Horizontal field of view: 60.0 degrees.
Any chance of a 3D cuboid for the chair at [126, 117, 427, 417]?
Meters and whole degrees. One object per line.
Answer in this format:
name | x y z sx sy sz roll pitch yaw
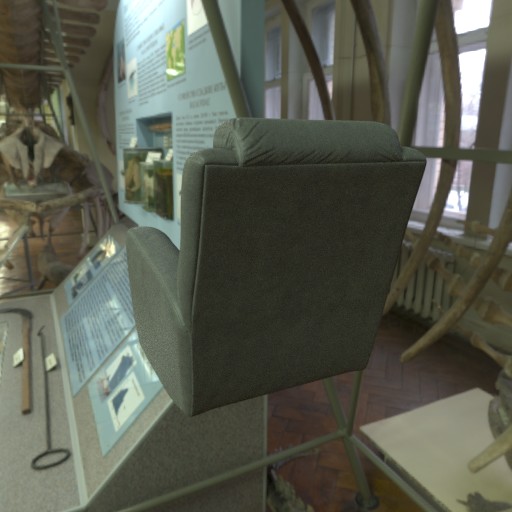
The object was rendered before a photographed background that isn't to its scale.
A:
chair | 0.000 0.000 1.959 0.965 1.116 1.068 -7 16 -25
